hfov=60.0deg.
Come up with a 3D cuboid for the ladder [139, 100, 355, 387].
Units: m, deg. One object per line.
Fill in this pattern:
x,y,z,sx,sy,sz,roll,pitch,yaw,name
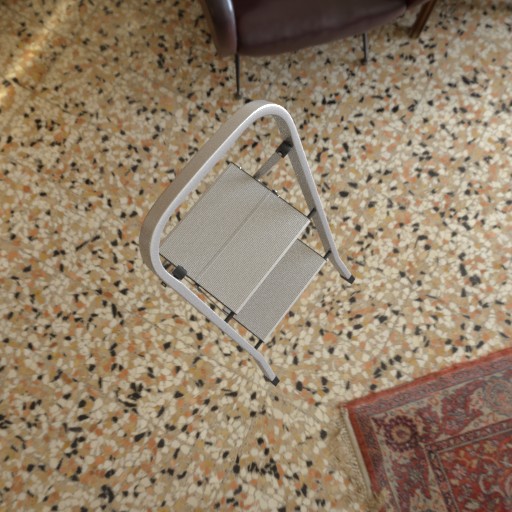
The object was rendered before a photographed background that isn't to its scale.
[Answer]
0.000,0.000,1.160,0.530,0.830,0.465,37,79,9,ladder
